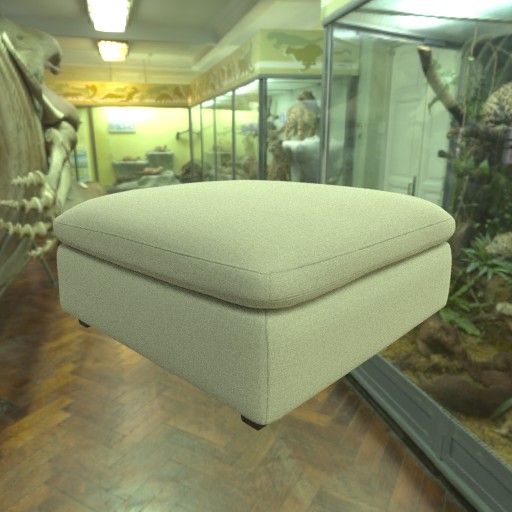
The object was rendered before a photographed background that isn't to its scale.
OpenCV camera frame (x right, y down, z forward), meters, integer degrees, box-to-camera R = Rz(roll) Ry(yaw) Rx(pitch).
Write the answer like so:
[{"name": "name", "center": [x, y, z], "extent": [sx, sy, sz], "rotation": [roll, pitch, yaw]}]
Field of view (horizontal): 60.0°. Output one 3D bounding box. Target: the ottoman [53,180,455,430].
[{"name": "ottoman", "center": [0.000, 0.000, 1.484], "extent": [0.996, 0.467, 0.977], "rotation": [14, 20, 42]}]
